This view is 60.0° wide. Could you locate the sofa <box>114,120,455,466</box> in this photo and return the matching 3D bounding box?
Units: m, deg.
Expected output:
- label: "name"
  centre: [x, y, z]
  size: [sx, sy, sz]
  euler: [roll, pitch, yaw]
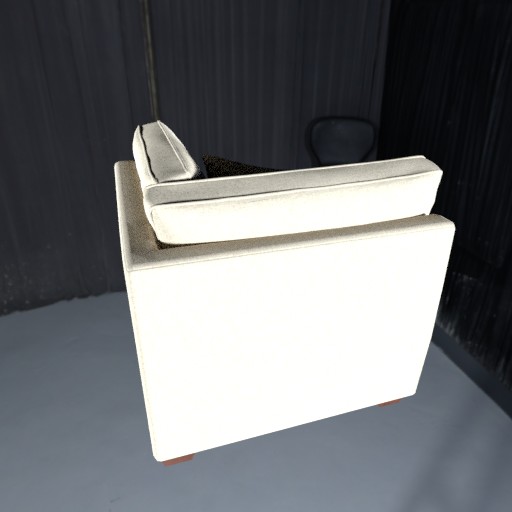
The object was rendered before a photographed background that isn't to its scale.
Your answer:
- label: "sofa"
  centre: [0.000, 0.000, 1.936]
  size: [1.084, 1.002, 1.146]
  euler: [-8, 29, -15]
